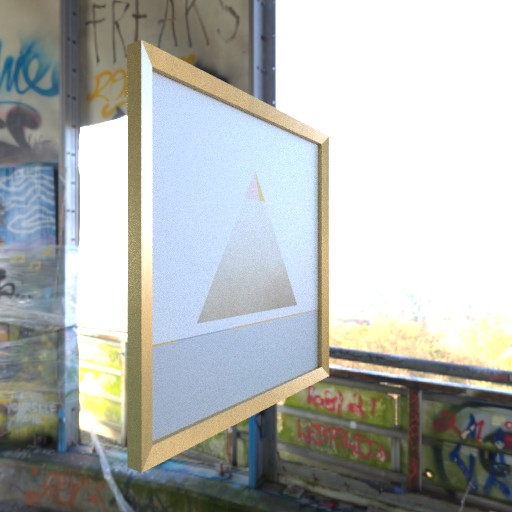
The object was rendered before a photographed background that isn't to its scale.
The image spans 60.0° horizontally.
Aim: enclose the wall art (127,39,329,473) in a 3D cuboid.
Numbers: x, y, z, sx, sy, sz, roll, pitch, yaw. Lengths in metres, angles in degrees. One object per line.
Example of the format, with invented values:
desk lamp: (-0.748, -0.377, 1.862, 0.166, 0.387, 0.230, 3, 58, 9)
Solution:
wall art: (0.000, 0.000, 2.801, 0.097, 1.936, 1.935, 0, 0, 35)
